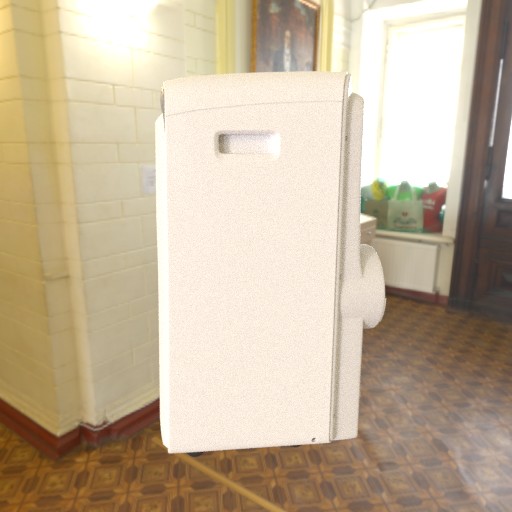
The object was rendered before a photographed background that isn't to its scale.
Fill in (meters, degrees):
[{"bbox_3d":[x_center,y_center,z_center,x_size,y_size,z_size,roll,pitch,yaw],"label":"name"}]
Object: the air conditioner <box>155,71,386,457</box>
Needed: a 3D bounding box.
[{"bbox_3d":[0.000,0.000,1.039,0.467,0.765,0.478,-2,14,-8],"label":"air conditioner"}]
